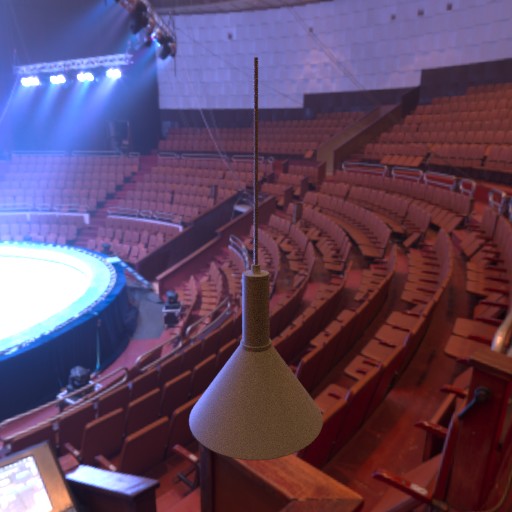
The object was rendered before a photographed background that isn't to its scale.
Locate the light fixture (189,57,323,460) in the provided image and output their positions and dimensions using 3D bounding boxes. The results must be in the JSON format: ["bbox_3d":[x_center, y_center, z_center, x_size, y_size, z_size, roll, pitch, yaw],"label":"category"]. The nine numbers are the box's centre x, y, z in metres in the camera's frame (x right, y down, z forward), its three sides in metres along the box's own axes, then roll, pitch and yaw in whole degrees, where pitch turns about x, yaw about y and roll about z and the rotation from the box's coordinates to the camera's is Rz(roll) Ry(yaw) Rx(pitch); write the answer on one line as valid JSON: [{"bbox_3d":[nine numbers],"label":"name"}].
[{"bbox_3d":[0.000,0.000,0.820,0.267,0.683,0.267,12,18,43],"label":"light fixture"}]
